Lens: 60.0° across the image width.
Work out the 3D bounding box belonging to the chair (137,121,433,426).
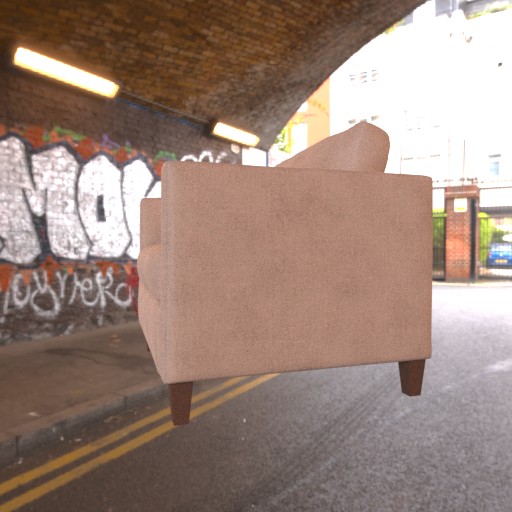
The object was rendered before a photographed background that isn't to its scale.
[{"bbox_3d":[0.000,0.000,1.901,0.959,0.961,1.133,0,1,-18],"label":"chair"}]
